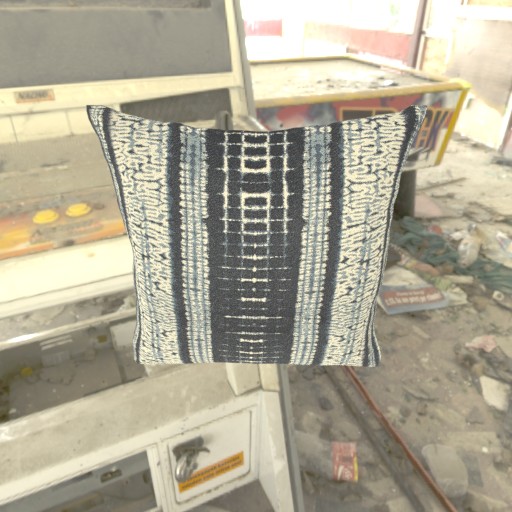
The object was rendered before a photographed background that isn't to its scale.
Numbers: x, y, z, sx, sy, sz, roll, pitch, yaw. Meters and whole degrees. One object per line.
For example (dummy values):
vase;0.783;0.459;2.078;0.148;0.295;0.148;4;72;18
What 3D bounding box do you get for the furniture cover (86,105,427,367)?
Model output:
furniture cover;0.000;0.000;0.659;0.425;0.435;0.133;1;31;1
